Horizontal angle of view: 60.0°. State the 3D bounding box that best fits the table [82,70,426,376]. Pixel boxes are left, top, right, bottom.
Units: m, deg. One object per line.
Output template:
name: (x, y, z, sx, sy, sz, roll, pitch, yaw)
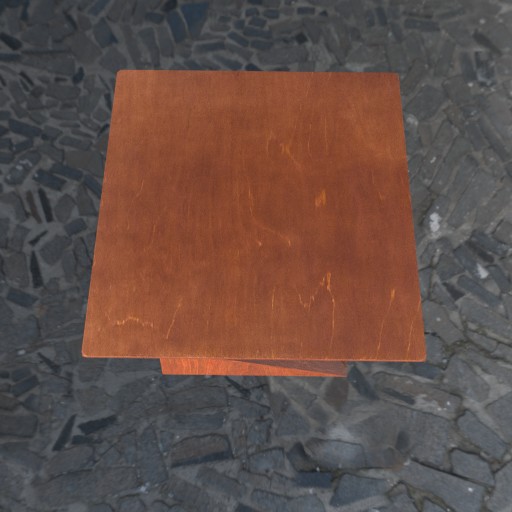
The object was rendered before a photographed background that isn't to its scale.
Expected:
table: (0.000, 0.000, 0.859, 0.427, 0.520, 0.427, 1, 73, 0)
